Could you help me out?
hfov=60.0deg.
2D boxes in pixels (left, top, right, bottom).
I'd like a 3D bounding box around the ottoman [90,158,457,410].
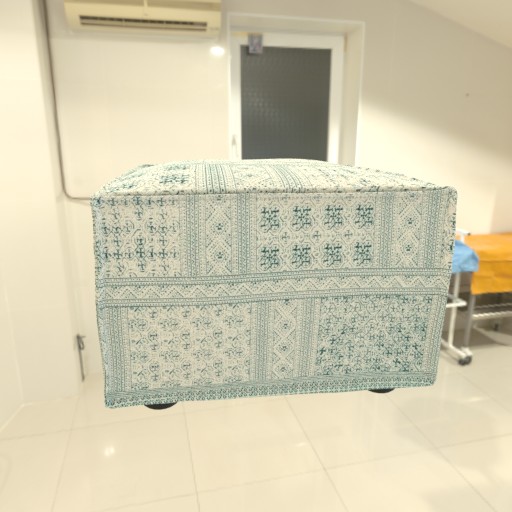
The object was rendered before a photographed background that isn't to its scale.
[{"bbox_3d":[0.000,0.000,1.043,0.626,0.439,0.617,-2,16,-7],"label":"ottoman"}]
